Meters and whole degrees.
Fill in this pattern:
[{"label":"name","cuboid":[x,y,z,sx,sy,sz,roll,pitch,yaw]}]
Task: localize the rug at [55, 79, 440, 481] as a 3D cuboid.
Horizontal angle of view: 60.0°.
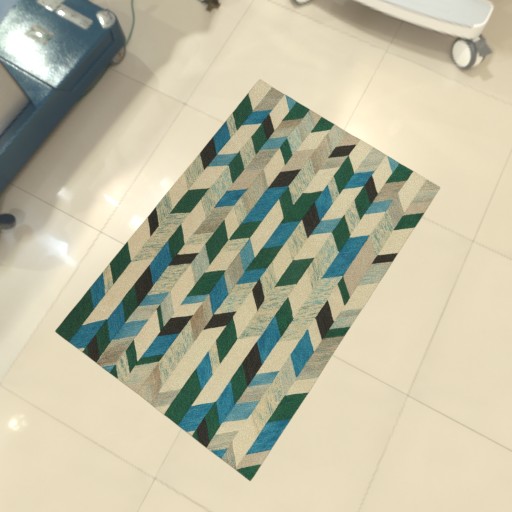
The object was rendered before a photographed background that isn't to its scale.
[{"label":"rug","cuboid":[0.000,0.000,2.357,1.229,0.005,1.827,34,77,9]}]
